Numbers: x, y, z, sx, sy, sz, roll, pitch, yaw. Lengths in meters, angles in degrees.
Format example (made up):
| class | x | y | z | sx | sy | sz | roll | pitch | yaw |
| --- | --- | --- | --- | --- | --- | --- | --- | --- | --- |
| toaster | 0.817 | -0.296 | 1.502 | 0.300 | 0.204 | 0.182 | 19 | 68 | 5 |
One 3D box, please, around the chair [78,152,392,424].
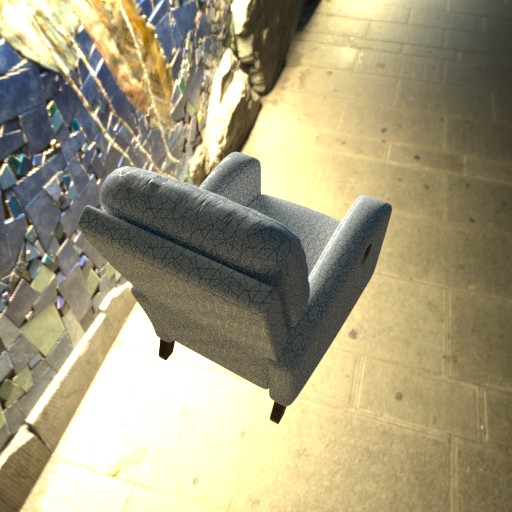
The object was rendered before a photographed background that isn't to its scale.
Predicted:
| class | x | y | z | sx | sy | sz | roll | pitch | yaw |
| --- | --- | --- | --- | --- | --- | --- | --- | --- | --- |
| chair | 0.000 | 0.000 | 1.783 | 0.796 | 1.064 | 0.995 | 23 | 51 | 20 |
